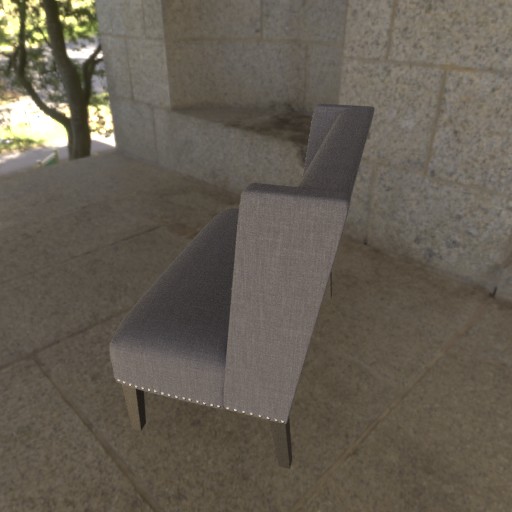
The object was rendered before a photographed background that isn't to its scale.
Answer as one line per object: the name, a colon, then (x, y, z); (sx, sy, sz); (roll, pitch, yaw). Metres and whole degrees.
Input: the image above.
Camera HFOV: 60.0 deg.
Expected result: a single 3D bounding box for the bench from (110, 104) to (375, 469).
bench: (0.000, 0.000, 2.003); (0.842, 1.121, 1.276); (8, 30, 14)
